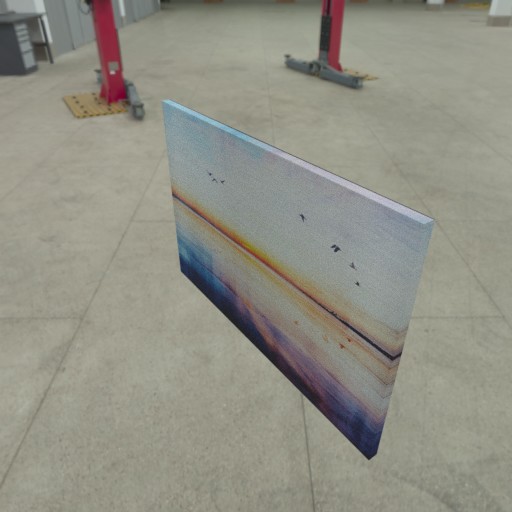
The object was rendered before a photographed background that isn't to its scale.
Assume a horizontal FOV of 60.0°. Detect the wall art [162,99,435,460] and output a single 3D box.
[{"bbox_3d":[0.000,0.000,0.762,0.018,0.402,0.604,-21,39,-29],"label":"wall art"}]
